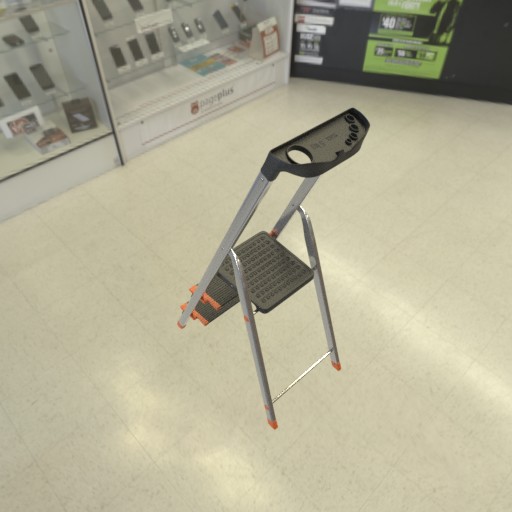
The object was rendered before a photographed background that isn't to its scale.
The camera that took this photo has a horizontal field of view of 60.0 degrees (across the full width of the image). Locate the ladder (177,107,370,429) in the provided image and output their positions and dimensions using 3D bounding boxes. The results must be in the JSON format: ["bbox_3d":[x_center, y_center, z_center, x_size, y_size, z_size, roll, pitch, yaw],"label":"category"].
[{"bbox_3d":[0.000,0.000,1.603,0.416,1.229,0.686,-33,56,-27],"label":"ladder"}]
